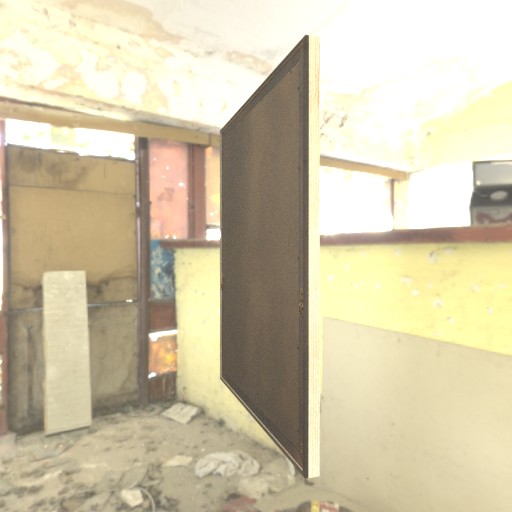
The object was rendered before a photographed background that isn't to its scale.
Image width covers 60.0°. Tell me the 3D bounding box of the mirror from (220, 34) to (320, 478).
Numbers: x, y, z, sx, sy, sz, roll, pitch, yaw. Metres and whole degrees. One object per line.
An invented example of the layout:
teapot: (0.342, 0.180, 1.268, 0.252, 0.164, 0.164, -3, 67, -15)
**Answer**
mirror: (0.000, 0.000, 1.232, 0.032, 0.882, 0.730, 0, 1, -18)
